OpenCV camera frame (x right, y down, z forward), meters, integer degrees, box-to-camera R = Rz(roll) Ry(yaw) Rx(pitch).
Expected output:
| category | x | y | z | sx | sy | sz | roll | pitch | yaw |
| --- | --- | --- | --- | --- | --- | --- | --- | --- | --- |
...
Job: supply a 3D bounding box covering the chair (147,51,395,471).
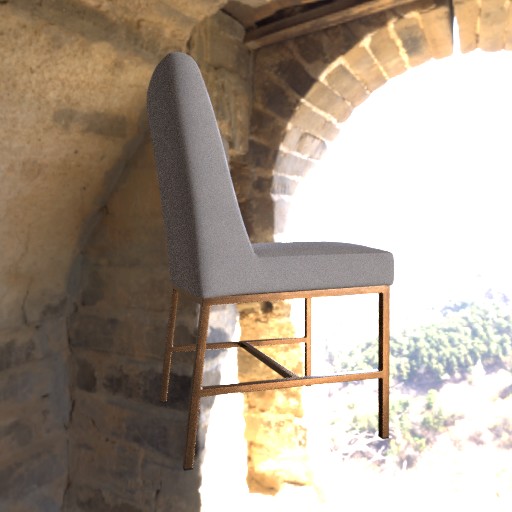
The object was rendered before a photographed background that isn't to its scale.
| category | x | y | z | sx | sy | sz | roll | pitch | yaw |
| --- | --- | --- | --- | --- | --- | --- | --- | --- | --- |
| chair | 0.000 | 0.000 | 1.268 | 0.597 | 0.933 | 0.503 | 0 | 1 | -19 |
